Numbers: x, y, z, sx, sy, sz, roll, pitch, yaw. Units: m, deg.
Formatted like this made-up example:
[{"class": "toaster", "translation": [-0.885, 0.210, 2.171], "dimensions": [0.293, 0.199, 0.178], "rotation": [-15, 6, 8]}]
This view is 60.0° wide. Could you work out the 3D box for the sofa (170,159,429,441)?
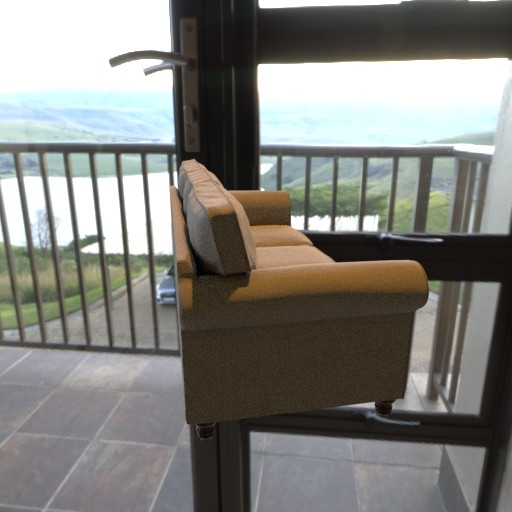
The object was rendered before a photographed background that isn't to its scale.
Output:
[{"class": "sofa", "translation": [0.000, 0.000, 2.523], "dimensions": [0.916, 0.961, 2.084], "rotation": [-3, 17, -11]}]
